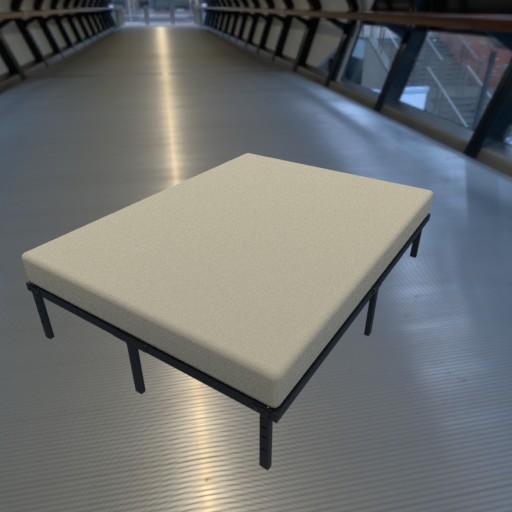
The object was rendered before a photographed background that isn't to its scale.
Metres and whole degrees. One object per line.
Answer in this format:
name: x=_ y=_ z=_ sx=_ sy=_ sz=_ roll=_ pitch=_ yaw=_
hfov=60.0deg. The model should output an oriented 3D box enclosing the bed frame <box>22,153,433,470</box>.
bed frame: x=0.000 y=0.000 z=3.509 sx=1.990 sy=0.680 sz=2.635 roll=19 pitch=35 yaw=28
